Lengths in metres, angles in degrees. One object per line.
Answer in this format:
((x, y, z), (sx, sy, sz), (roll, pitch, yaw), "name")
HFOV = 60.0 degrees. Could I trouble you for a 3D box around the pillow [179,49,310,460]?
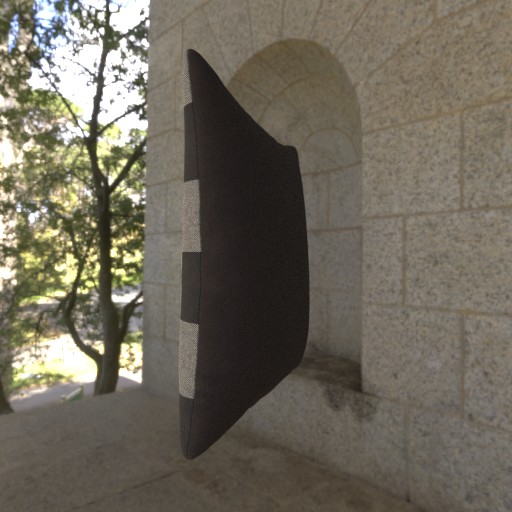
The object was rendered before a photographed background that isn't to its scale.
((0.000, 0.000, 0.782), (0.161, 0.509, 0.511), (0, -1, 19), "pillow")
